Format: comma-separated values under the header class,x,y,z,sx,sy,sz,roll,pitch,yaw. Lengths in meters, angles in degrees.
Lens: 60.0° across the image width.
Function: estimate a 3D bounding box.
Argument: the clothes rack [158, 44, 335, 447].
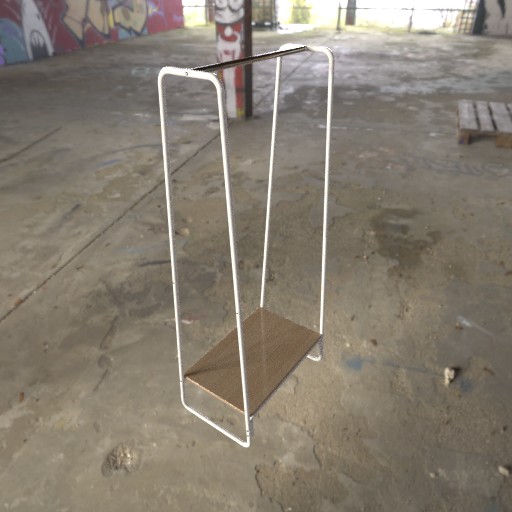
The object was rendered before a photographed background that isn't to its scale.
class,x,y,z,sx,sy,sz,roll,pitch,yaw
clothes rack,0.000,0.000,1.804,0.400,1.500,0.640,21,38,30
